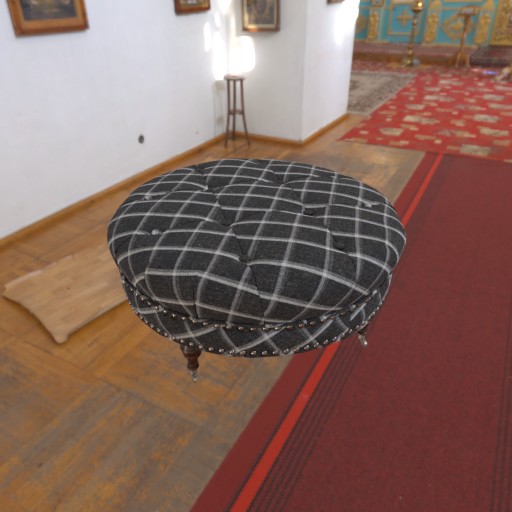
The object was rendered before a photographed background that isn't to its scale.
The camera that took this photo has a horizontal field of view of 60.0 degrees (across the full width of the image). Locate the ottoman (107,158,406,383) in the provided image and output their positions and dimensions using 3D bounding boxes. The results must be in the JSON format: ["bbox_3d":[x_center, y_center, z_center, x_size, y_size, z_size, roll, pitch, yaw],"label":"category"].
[{"bbox_3d":[0.000,0.000,1.447,0.901,0.439,0.901,0,30,0],"label":"ottoman"}]
